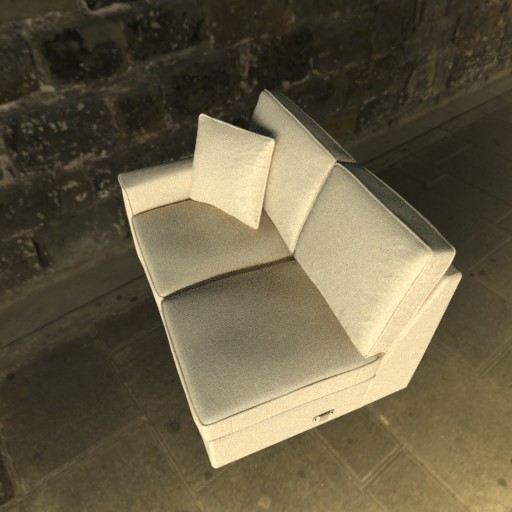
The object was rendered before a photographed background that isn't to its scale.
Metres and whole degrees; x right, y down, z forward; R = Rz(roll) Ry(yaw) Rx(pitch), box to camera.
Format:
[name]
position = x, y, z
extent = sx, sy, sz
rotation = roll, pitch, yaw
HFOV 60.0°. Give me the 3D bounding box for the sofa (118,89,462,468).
[sofa]
position = 0.000, 0.000, 2.052
extent = 0.991, 0.989, 1.388
rotation = -17, 47, -16
